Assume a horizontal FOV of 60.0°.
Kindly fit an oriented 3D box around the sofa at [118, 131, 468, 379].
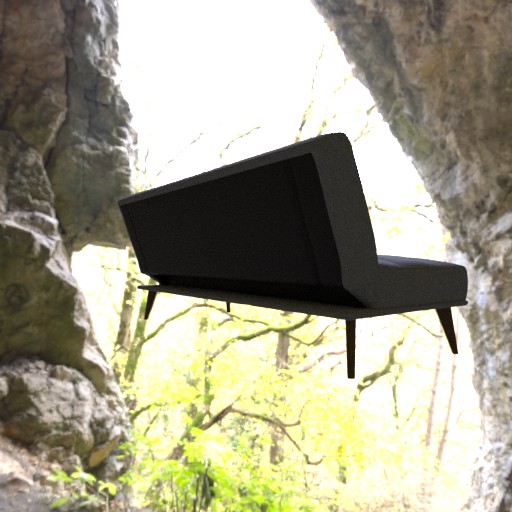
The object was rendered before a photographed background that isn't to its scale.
[{"bbox_3d":[0.000,0.000,2.296,0.860,0.810,1.800,0,0,-36],"label":"sofa"}]
